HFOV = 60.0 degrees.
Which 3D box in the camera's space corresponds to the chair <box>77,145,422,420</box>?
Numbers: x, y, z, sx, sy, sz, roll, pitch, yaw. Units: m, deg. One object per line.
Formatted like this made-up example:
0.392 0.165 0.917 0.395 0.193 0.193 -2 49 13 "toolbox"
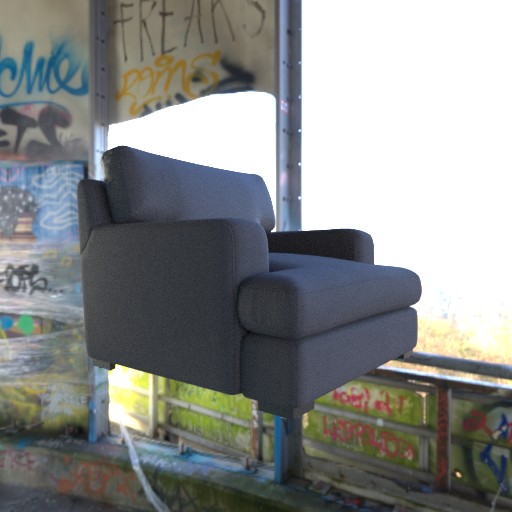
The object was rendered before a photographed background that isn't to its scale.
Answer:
0.000 0.000 1.995 1.143 0.940 1.168 1 1 38 "chair"
